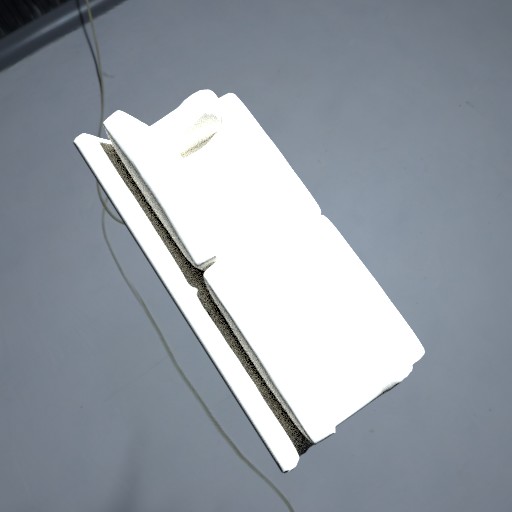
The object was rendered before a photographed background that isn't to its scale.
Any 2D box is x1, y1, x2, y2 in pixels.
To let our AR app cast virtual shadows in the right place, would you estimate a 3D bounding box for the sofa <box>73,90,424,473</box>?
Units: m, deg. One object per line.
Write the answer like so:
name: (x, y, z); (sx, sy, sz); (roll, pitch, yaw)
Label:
sofa: (0.000, 0.000, 2.779); (1.086, 1.087, 2.159); (-33, 79, -7)
